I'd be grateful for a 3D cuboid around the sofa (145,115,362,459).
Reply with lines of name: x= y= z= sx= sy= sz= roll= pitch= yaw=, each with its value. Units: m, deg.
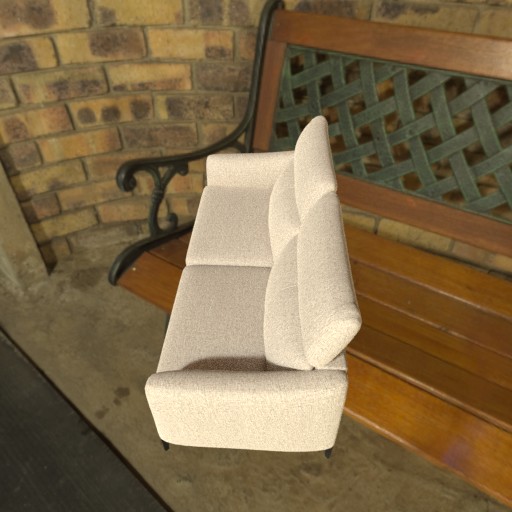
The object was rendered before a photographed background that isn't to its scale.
sofa: x=0.000 y=0.000 z=2.542 sx=0.856 sy=0.956 sz=2.015 roll=2 pitch=41 yaw=2
